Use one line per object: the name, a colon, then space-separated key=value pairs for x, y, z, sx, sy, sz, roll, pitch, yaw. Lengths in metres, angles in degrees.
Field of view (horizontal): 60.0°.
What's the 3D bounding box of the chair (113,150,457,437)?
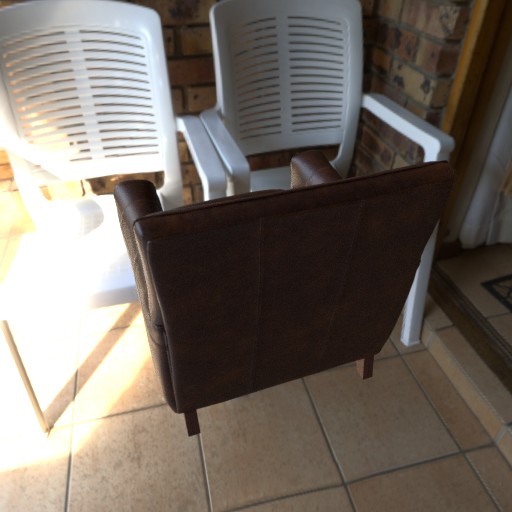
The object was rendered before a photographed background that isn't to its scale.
chair: x=0.000 y=0.000 z=1.586 sx=0.870 sy=0.943 sz=0.823 roll=-13 pitch=40 yaw=-15
